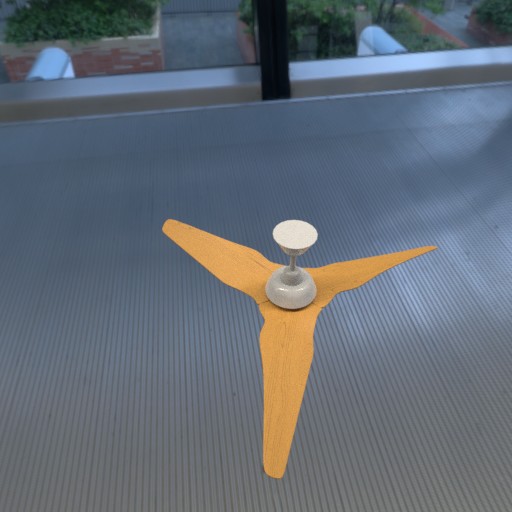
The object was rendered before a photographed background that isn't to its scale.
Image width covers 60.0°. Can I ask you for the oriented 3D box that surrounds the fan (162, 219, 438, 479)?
[{"bbox_3d":[0.000,0.000,1.615,1.010,0.355,1.142,26,49,25],"label":"fan"}]
